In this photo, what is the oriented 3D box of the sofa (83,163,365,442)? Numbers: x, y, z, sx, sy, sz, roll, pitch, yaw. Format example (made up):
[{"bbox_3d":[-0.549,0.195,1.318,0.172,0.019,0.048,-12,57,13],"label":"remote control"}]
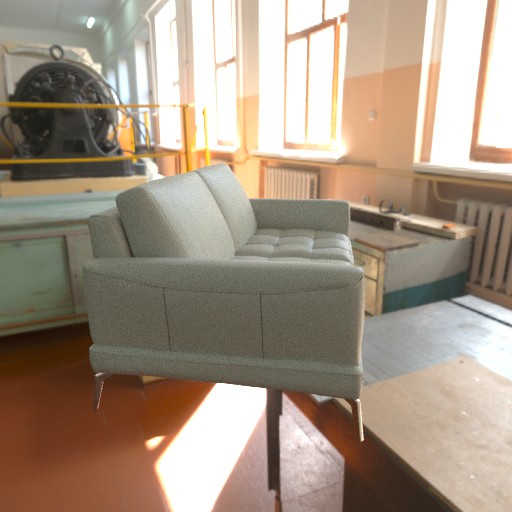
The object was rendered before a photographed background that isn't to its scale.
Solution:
[{"bbox_3d":[0.000,0.000,2.471,1.121,0.930,1.819,3,16,9],"label":"sofa"}]
